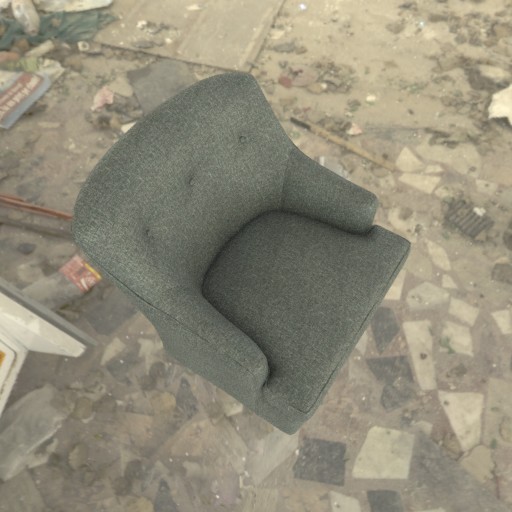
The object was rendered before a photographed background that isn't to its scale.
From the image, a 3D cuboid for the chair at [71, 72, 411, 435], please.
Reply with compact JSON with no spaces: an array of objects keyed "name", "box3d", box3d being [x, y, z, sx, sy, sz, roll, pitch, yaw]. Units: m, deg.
[{"name":"chair","box3d":[0.000,0.000,1.622,0.923,0.856,0.864,31,63,17]}]
